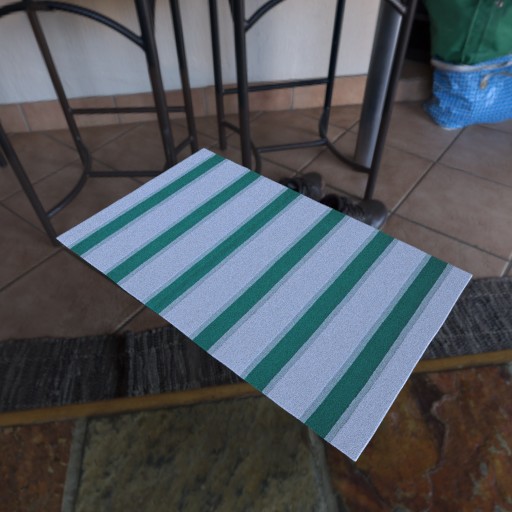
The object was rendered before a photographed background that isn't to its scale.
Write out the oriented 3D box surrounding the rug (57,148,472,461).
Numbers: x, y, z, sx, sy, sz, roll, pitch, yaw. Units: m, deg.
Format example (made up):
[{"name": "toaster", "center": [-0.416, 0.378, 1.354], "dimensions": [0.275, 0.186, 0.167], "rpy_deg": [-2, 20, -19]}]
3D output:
[{"name": "rug", "center": [0.000, 0.000, 3.032], "dimensions": [2.436, 0.015, 1.521], "rpy_deg": [30, 53, 26]}]
